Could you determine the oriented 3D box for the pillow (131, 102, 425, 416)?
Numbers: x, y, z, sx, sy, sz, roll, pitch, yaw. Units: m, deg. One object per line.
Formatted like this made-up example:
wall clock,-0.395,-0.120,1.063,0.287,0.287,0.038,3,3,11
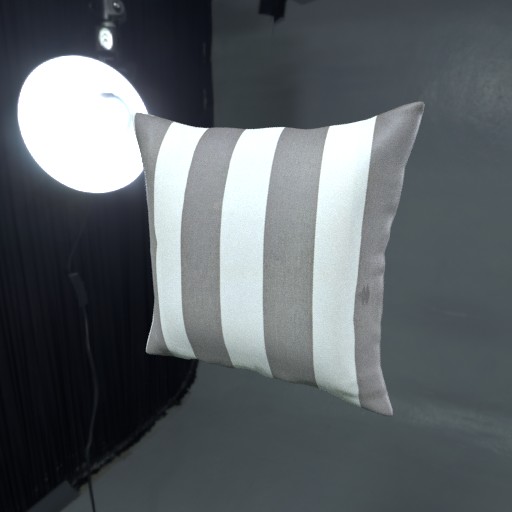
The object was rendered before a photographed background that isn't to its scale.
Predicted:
pillow,0.000,0.000,0.793,0.522,0.507,0.192,7,17,24
